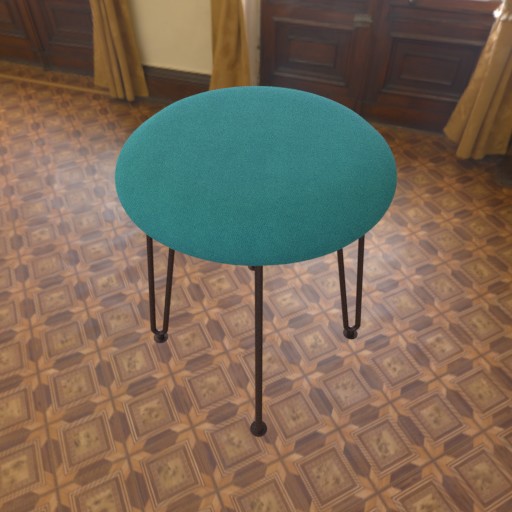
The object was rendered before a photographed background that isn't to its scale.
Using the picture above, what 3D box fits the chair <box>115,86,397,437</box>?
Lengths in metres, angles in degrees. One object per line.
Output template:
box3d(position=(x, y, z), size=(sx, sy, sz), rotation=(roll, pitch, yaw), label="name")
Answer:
box3d(position=(0.000, 0.000, 0.686), size=(0.350, 0.430, 0.350), rotation=(24, 50, 22), label="chair")
